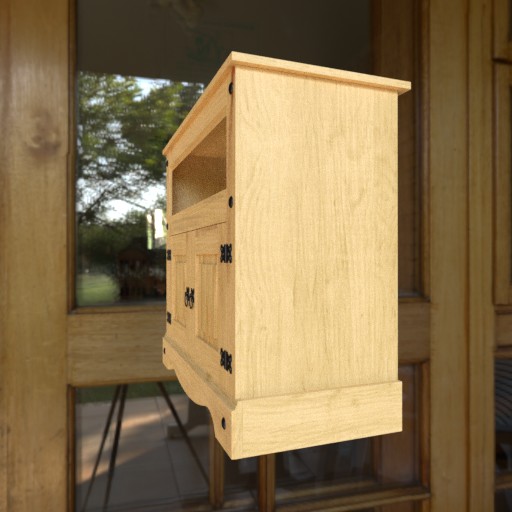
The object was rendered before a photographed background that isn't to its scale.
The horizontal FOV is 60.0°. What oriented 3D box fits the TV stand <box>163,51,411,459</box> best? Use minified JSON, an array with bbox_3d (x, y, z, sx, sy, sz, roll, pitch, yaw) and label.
[{"bbox_3d":[0.000,0.000,1.325,0.430,0.787,0.851,0,0,-21],"label":"TV stand"}]
